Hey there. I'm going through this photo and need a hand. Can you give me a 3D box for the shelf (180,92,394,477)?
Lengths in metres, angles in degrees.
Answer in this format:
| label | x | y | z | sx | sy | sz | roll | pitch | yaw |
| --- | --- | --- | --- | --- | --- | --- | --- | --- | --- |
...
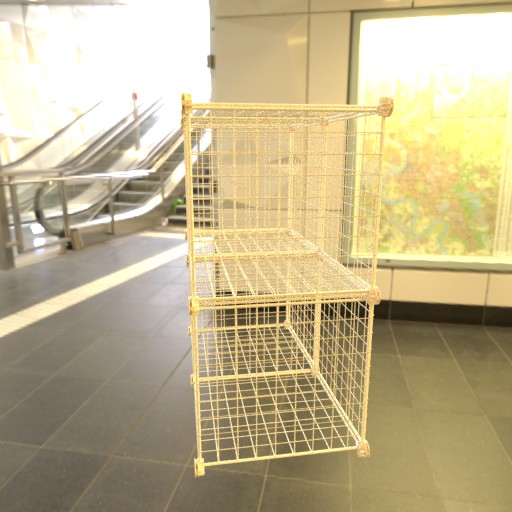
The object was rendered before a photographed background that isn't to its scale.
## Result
| label | x | y | z | sx | sy | sz | roll | pitch | yaw |
| --- | --- | --- | --- | --- | --- | --- | --- | --- | --- |
| shelf | 0.000 | 0.000 | 1.141 | 0.356 | 0.711 | 0.711 | -2 | 14 | -9 |
